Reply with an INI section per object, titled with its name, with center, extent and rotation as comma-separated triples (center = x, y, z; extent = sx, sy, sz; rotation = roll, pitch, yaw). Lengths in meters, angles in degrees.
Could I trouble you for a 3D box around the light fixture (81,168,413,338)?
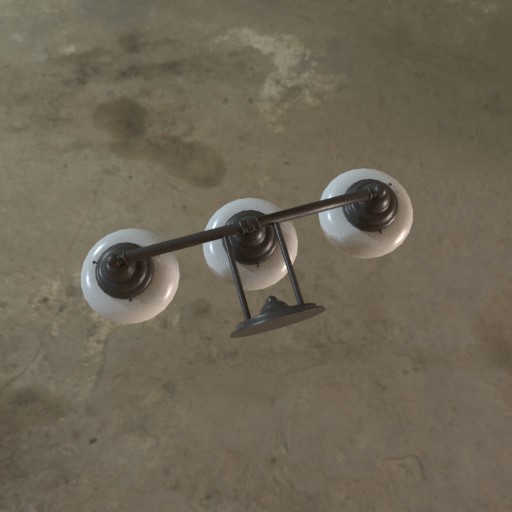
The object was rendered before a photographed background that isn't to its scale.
[light fixture]
center = 0.000, 0.000, 0.717
extent = 0.587, 0.242, 0.239
rotation = -15, 75, -4
